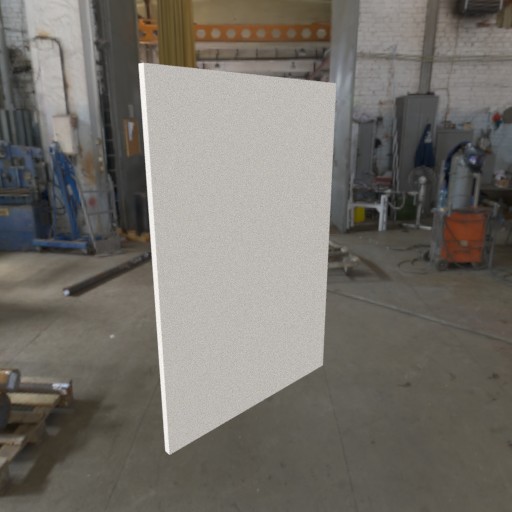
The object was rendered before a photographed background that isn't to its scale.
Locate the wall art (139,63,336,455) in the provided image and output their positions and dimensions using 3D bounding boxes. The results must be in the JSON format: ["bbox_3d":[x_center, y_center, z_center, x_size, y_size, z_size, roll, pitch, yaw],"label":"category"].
[{"bbox_3d":[0.000,0.000,0.625,0.325,0.474,0.010,-15,22,-42],"label":"wall art"}]
